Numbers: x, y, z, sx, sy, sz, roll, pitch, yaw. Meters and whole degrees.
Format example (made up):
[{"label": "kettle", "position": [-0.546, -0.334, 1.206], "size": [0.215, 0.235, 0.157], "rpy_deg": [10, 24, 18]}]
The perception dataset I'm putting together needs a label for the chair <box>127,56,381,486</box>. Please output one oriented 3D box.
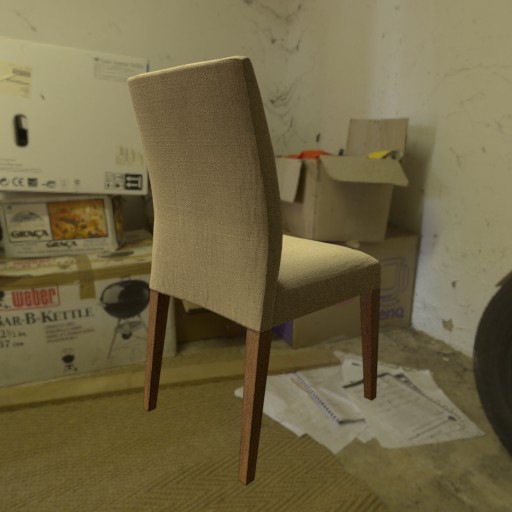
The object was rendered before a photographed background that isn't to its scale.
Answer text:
[{"label": "chair", "position": [0.000, 0.000, 1.259], "size": [0.496, 0.940, 0.585], "rpy_deg": [13, 19, 43]}]
